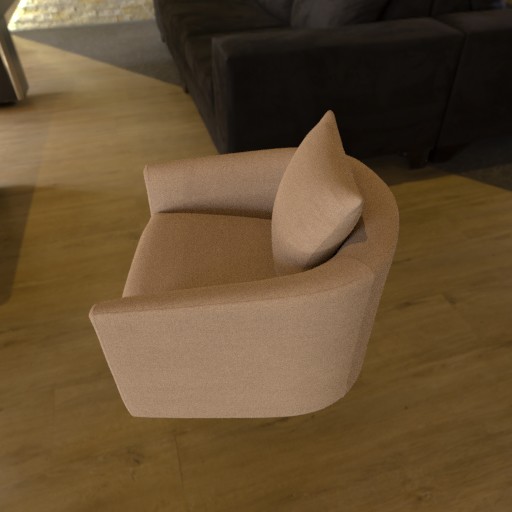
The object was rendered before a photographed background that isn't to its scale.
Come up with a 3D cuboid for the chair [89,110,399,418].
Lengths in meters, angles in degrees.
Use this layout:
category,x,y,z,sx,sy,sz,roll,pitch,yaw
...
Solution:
category,x,y,z,sx,sy,sz,roll,pitch,yaw
chair,0.000,0.000,1.593,0.910,0.848,0.845,0,41,0
